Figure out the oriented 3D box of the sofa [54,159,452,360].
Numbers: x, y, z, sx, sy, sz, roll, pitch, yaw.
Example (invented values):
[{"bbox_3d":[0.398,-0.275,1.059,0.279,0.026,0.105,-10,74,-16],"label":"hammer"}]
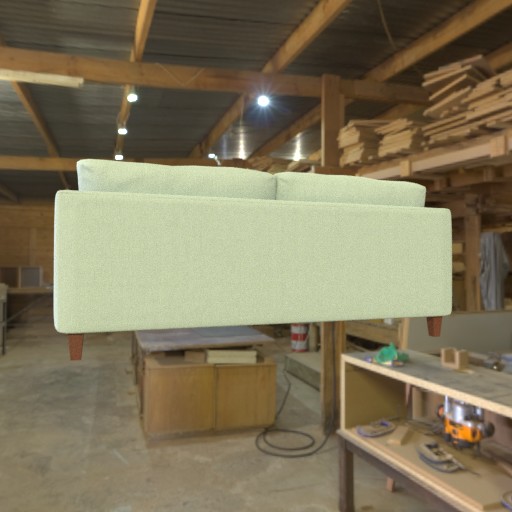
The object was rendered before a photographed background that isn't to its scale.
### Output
[{"bbox_3d":[0.000,0.000,2.742,2.208,0.965,0.951,0,-1,-19],"label":"sofa"}]
